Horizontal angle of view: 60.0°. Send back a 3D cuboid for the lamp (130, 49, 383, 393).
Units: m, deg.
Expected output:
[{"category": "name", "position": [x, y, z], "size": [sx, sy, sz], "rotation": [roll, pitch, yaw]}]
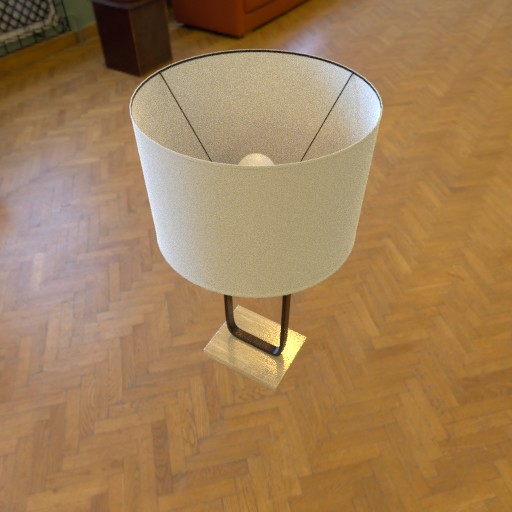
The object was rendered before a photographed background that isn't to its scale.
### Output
[{"category": "lamp", "position": [0.000, 0.000, 0.677], "size": [0.279, 0.508, 0.279], "rotation": [23, 49, 21]}]
